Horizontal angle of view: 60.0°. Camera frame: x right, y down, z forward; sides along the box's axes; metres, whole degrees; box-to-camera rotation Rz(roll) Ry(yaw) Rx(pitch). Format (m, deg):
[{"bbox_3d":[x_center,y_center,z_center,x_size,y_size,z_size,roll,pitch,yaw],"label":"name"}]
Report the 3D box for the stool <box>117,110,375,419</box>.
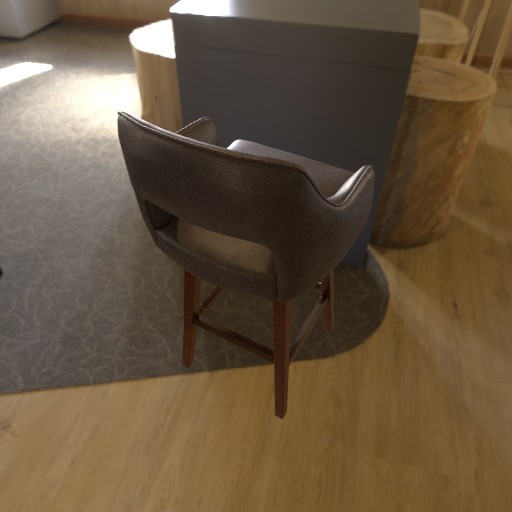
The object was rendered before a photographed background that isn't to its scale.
[{"bbox_3d":[0.000,0.000,1.328,0.550,1.041,0.560,22,49,21],"label":"stool"}]
